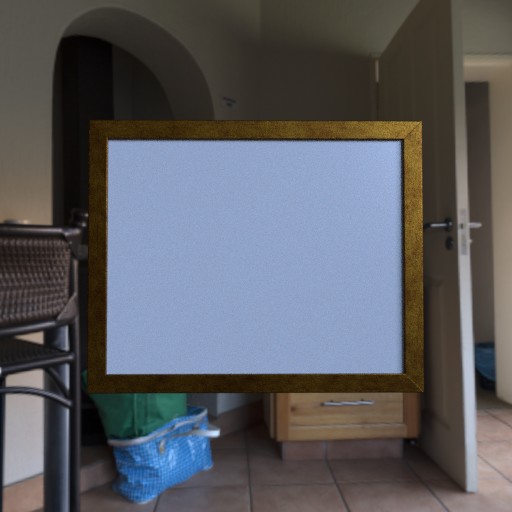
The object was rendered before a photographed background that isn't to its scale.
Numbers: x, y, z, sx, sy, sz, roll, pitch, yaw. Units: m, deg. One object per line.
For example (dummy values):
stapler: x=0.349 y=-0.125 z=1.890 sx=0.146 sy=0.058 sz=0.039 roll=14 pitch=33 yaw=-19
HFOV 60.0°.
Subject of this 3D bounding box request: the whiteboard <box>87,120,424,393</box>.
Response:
whiteboard: x=0.000 y=0.000 z=0.757 sx=0.561 sy=0.457 sz=0.029 roll=0 pitch=-1 yaw=-1
